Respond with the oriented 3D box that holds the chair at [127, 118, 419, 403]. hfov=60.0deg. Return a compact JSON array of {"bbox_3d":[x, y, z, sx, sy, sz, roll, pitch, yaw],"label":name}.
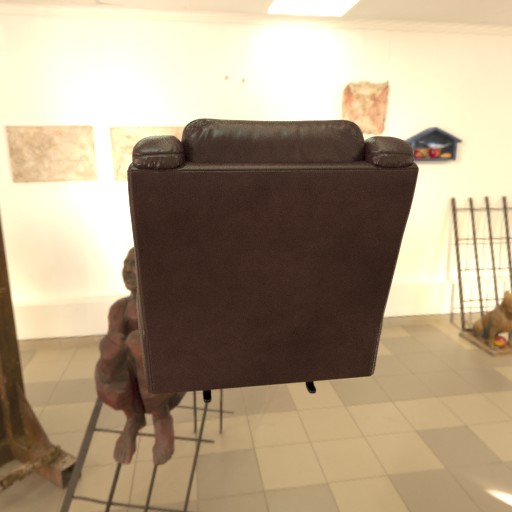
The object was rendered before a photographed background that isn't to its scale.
[{"bbox_3d":[0.000,0.000,1.926,0.990,1.093,1.041,-2,14,-9],"label":"chair"}]
